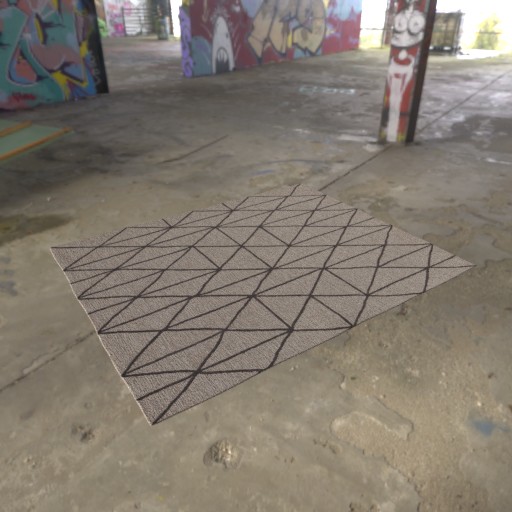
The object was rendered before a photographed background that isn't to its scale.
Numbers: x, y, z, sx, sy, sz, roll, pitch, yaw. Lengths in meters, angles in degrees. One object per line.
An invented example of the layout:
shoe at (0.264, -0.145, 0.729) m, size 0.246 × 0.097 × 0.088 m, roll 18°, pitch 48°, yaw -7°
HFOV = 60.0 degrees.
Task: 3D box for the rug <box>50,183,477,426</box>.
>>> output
rug at (0.000, 0.000, 4.033) m, size 3.061 × 0.022 × 2.468 m, roll -19°, pitch 35°, yaw -29°
